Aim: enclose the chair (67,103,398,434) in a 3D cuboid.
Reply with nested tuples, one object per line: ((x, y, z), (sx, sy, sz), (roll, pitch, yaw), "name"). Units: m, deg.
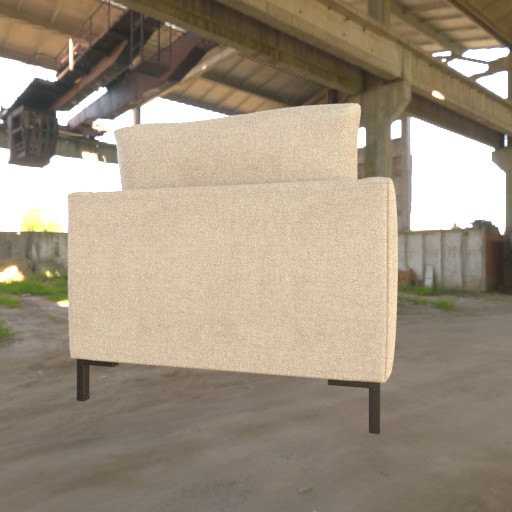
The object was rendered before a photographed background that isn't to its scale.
((0.000, 0.000, 1.600), (0.963, 0.861, 0.866), (0, 0, 16), "chair")
